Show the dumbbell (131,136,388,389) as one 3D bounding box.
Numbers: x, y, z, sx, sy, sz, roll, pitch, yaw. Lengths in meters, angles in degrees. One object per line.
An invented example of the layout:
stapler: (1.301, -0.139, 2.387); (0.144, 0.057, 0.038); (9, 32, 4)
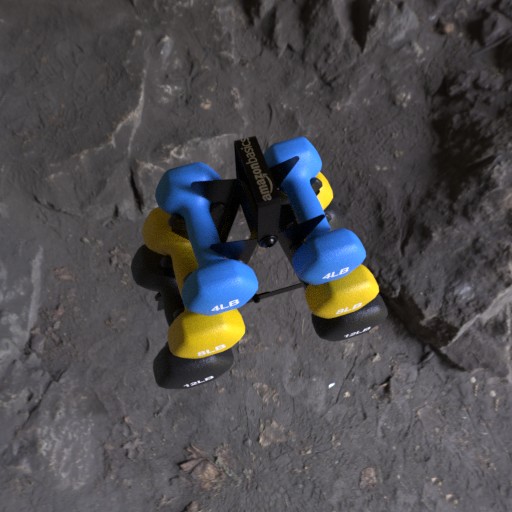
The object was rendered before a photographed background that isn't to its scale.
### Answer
dumbbell: (0.000, 0.000, 0.669); (0.409, 0.426, 0.255); (-16, 65, -8)
